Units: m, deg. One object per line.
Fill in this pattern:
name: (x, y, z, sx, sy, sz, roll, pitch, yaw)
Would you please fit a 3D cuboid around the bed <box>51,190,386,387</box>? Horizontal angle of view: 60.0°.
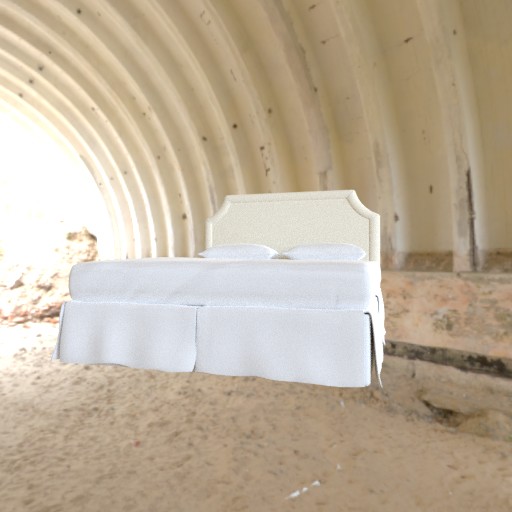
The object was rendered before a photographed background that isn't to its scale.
bed: (0.000, 0.000, 4.199, 2.350, 1.590, 2.773, 0, -1, 17)
